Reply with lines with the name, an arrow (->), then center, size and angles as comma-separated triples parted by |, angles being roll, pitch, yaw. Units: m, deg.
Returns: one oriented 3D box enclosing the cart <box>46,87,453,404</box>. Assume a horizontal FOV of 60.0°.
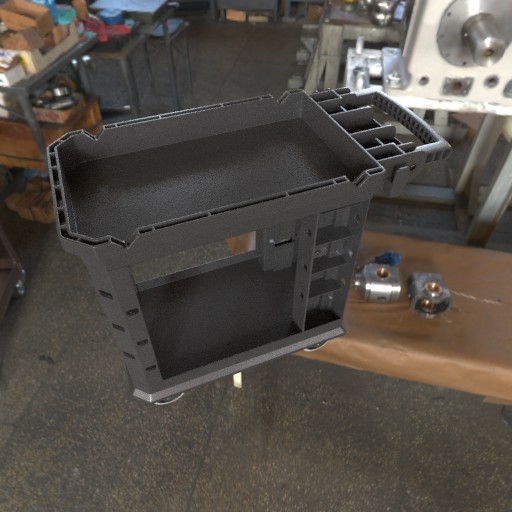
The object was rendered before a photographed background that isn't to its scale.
cart -> 0.000, 0.000, 1.521 | 1.061, 0.884, 0.497 | -16, 48, -15
